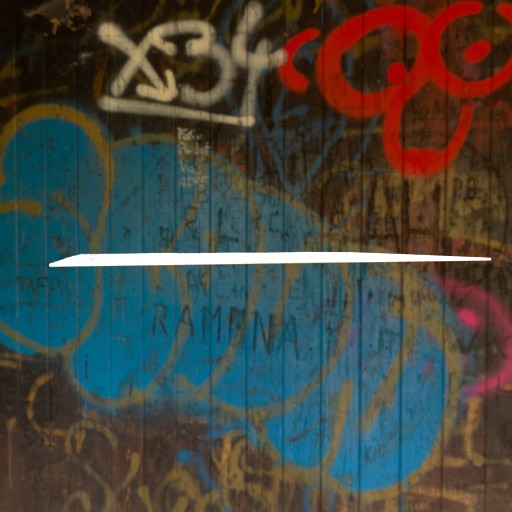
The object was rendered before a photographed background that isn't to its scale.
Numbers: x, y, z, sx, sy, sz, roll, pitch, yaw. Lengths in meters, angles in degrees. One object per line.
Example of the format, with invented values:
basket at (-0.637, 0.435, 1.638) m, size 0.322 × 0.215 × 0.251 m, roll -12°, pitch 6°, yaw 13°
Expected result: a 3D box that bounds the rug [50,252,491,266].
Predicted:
rug at (0.000, 0.000, 3.108) m, size 2.438 × 0.026 × 1.706 m, roll -1°, pitch 2°, yaw -17°
